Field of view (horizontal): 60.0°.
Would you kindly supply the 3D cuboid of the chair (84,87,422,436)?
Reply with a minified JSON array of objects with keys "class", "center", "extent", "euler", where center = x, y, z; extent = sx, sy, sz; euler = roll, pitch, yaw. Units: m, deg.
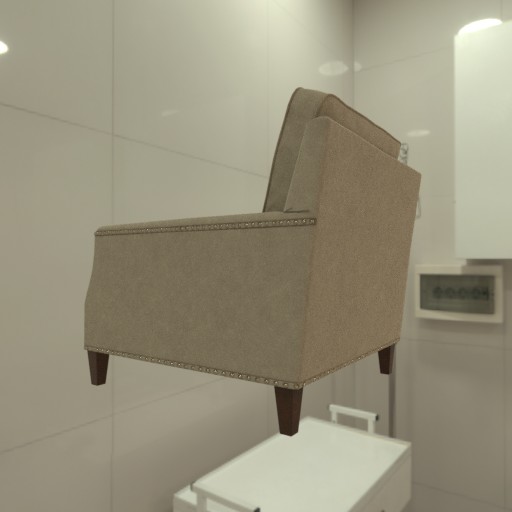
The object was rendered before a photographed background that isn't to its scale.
[{"class":"chair","center":[0.000,0.000,1.695],"extent":[1.014,0.943,0.853],"euler":[-1,-1,35]}]
